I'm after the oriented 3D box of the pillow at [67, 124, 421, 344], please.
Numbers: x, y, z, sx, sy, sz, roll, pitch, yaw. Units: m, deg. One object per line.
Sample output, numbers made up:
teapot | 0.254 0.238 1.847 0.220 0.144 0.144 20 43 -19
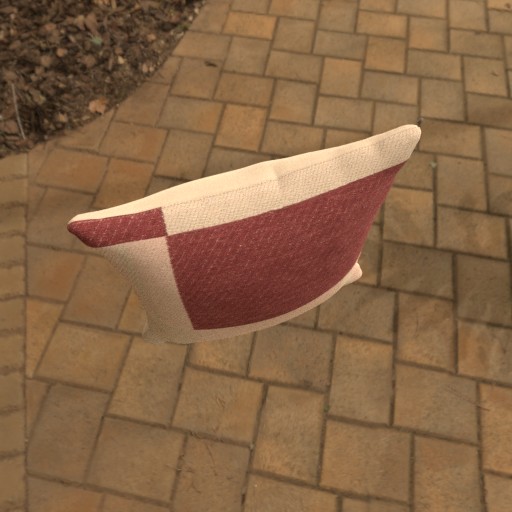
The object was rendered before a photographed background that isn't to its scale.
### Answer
pillow | 0.000 0.000 0.821 0.536 0.506 0.229 -16 64 -8
